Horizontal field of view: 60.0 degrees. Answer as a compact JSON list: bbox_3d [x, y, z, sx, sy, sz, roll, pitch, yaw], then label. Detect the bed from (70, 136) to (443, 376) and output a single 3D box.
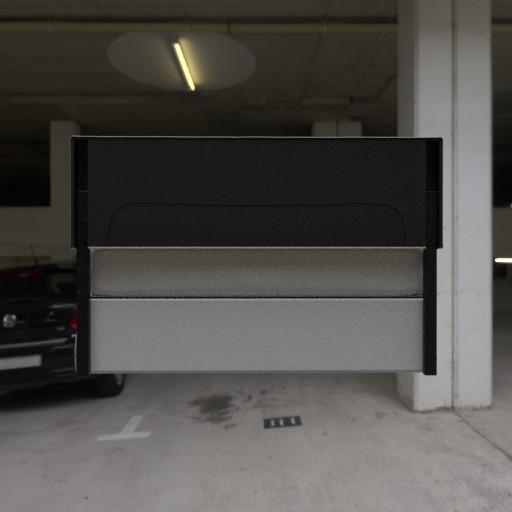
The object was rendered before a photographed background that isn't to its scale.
[{"bbox_3d":[0.000,0.000,2.803,1.616,1.016,1.876,0,0,-1],"label":"bed"}]
